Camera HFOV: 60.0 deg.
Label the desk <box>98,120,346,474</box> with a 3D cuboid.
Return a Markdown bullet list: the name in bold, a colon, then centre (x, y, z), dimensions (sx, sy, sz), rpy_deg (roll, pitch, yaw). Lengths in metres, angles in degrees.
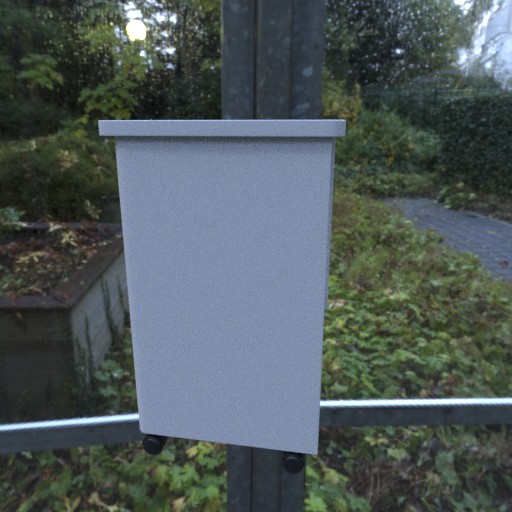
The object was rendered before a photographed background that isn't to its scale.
- **desk**: centre (0.000, 0.000, 1.318), dimensions (0.475, 0.763, 0.877), rpy_deg (3, 17, 10)
